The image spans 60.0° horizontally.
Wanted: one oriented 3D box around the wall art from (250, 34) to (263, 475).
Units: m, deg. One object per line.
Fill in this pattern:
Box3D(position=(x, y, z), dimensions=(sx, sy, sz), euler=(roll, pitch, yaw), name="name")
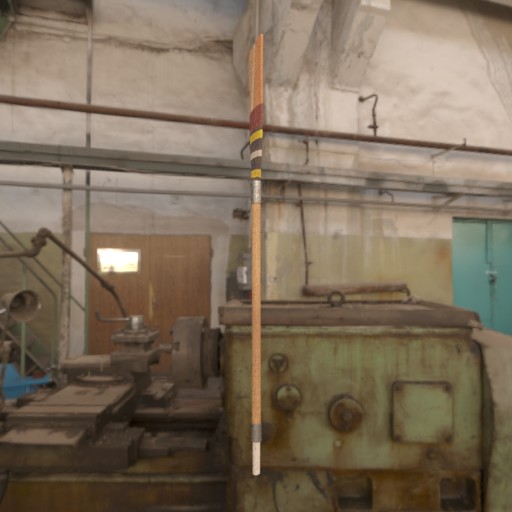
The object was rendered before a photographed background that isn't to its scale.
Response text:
Box3D(position=(0.000, 0.000, 1.602), dimensions=(0.038, 1.556, 0.146), euler=(0, -1, -16), name="wall art")
